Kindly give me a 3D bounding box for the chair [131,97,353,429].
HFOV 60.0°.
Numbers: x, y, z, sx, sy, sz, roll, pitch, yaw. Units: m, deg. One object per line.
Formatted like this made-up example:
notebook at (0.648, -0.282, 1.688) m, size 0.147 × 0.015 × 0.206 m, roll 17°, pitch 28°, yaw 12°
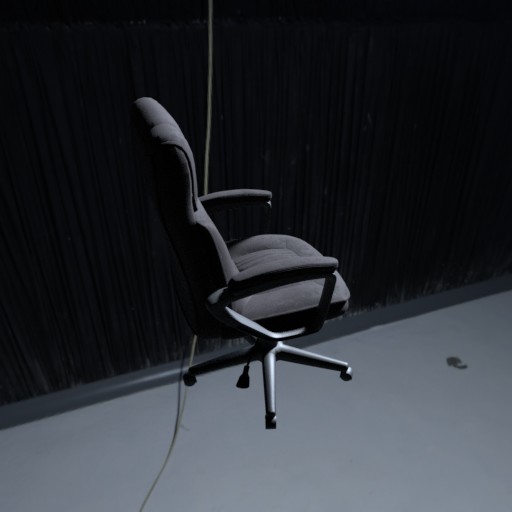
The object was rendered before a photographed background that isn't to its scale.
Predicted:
chair at (0.000, 0.000, 1.618) m, size 0.724 × 1.105 × 0.667 m, roll -10°, pitch 32°, yaw -17°
